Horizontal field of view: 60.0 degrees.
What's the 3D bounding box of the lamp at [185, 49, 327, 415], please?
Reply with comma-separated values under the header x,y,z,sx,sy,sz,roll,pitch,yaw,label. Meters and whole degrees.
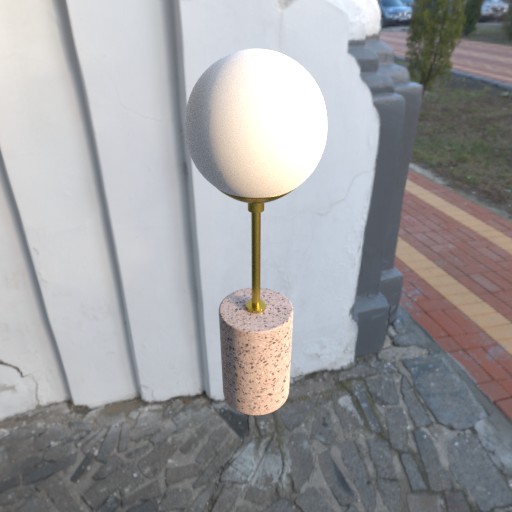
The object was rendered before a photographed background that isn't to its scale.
x,y,z,sx,sy,sz,roll,pitch,yaw,label
0.000,0.000,0.565,0.153,0.480,0.153,0,31,0,lamp
